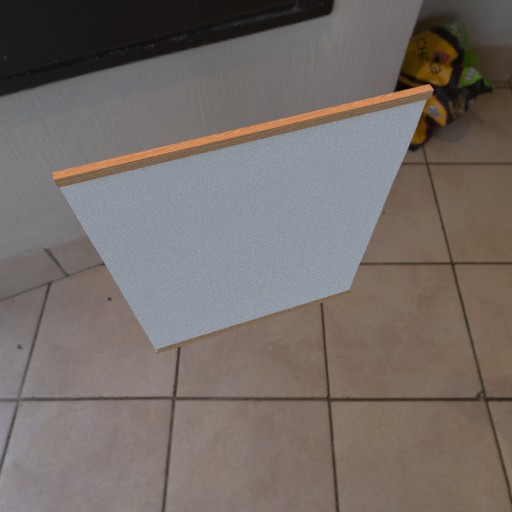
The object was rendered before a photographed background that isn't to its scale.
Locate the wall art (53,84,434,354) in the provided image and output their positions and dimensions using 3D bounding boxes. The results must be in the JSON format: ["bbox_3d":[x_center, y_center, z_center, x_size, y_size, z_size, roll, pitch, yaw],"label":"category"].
[{"bbox_3d":[0.000,0.000,0.669,0.404,0.507,0.010,-16,60,-9],"label":"wall art"}]
